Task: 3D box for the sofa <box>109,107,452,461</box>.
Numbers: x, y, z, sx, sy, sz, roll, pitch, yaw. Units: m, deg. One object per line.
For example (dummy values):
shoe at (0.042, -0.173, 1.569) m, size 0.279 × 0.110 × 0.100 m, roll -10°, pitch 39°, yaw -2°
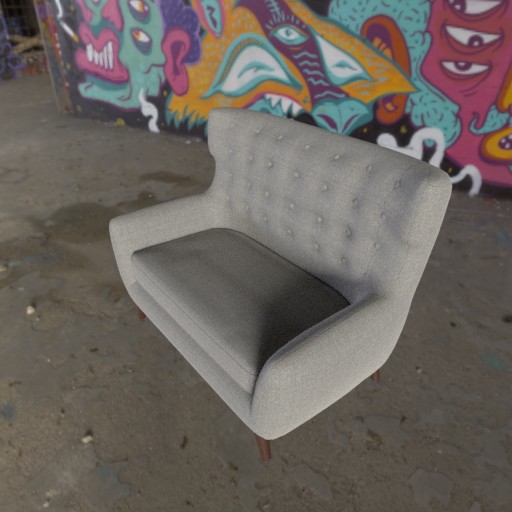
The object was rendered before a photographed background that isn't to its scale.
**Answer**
sofa at (0.000, 0.000, 2.017) m, size 0.884 × 1.028 × 1.386 m, roll -22°, pitch 37°, yaw -32°
